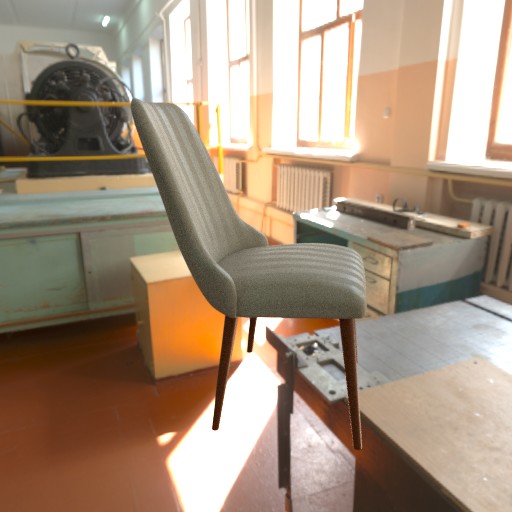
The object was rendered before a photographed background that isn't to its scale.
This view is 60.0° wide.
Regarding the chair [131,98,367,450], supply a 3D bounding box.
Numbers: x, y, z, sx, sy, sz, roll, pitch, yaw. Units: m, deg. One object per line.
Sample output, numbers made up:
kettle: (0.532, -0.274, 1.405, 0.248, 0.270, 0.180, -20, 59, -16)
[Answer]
chair: (0.000, 0.000, 1.372, 0.684, 0.917, 0.526, 3, 16, 11)
